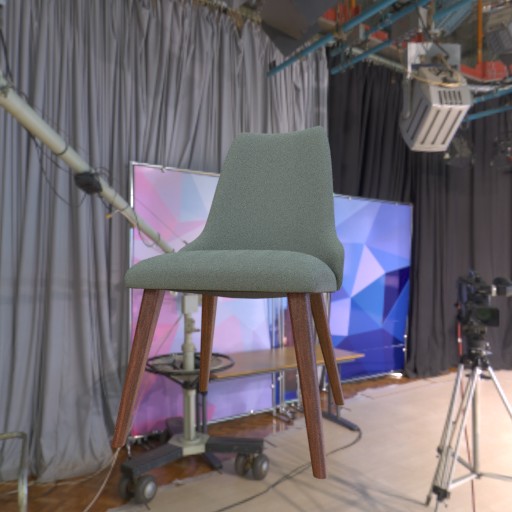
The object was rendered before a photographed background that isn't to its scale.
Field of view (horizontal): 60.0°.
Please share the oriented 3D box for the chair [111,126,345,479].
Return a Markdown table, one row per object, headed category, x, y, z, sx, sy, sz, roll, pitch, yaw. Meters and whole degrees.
| category | x | y | z | sx | sy | sz | roll | pitch | yaw |
| --- | --- | --- | --- | --- | --- | --- | --- | --- | --- |
| chair | 0.000 | 0.000 | 1.321 | 0.535 | 0.918 | 0.707 | 0 | 0 | 18 |
